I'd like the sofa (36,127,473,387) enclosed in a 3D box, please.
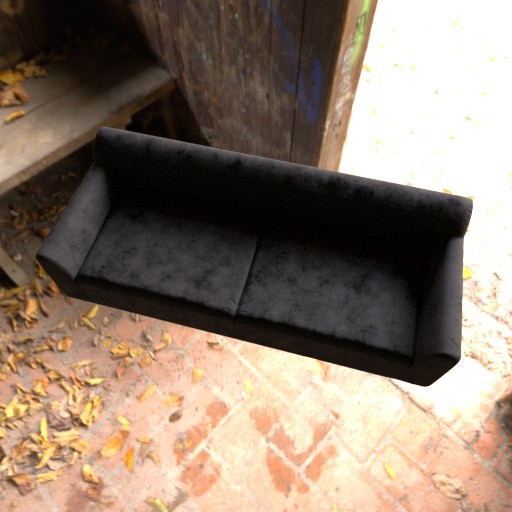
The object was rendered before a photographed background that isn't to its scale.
[{"bbox_3d":[0.000,0.000,2.584,2.190,0.740,0.900,13,59,8],"label":"sofa"}]
